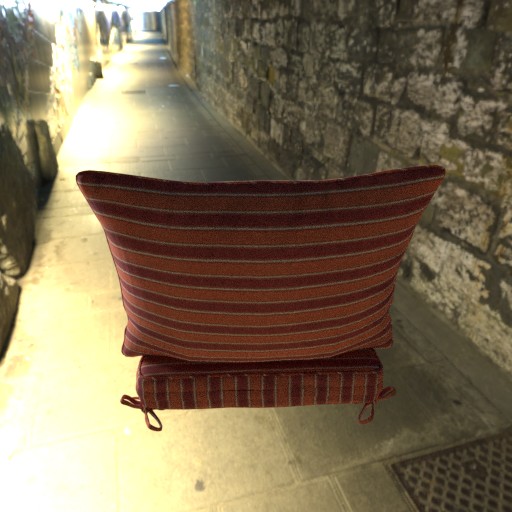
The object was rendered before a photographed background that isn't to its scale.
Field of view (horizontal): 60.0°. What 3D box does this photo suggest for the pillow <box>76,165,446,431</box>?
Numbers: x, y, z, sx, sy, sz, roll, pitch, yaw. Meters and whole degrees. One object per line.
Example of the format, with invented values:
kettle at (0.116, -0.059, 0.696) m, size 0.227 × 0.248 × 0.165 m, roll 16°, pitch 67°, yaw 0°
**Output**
pillow at (0.000, 0.000, 1.352) m, size 0.799 × 0.723 × 0.733 m, roll -1°, pitch 28°, yaw -2°
